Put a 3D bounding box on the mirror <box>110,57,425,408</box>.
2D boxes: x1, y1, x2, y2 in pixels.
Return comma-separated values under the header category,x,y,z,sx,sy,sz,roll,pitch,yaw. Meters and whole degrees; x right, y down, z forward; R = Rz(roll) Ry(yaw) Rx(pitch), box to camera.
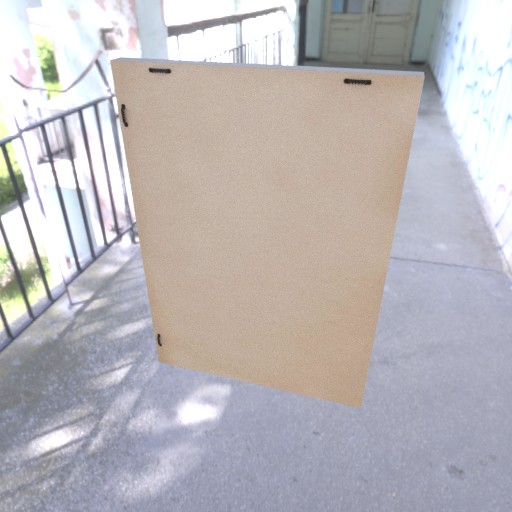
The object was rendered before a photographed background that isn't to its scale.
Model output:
category,x,y,z,sx,sy,sz,roll,pitch,yaw
mirror,0.000,0.000,0.890,0.507,0.710,0.039,9,33,14
